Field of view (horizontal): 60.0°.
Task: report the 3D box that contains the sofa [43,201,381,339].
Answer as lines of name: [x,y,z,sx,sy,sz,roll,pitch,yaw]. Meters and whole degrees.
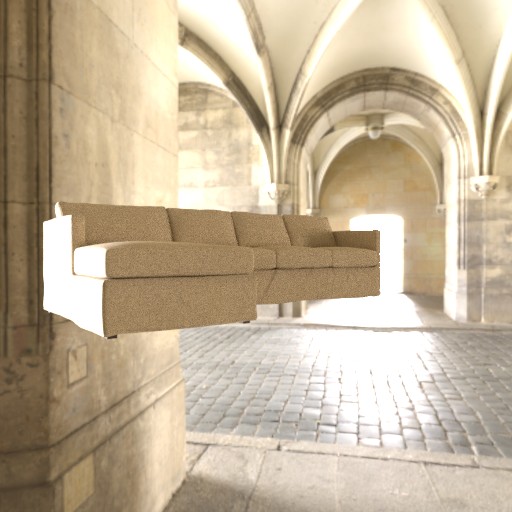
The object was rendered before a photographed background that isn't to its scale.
sofa: [0.000,0.000,3.908,3.205,0.922,1.650,0,0,-36]
